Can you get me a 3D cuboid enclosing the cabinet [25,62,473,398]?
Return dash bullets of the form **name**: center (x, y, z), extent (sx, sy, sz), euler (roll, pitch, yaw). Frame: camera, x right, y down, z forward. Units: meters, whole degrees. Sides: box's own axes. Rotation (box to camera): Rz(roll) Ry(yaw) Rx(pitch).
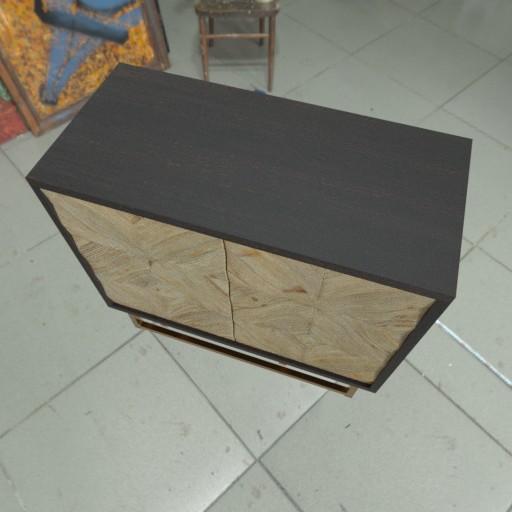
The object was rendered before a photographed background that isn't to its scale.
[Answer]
- **cabinet**: center (0.000, 0.000, 1.397), extent (0.950, 0.860, 0.451), euler (16, 59, 10)
